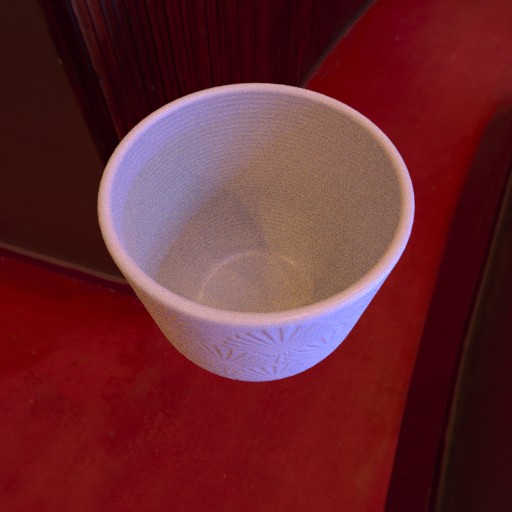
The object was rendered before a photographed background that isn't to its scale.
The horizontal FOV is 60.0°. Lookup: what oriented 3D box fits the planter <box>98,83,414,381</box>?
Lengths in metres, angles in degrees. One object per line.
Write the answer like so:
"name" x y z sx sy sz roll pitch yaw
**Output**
"planter" 0.000 0.000 0.303 0.170 0.152 0.170 0 57 0
